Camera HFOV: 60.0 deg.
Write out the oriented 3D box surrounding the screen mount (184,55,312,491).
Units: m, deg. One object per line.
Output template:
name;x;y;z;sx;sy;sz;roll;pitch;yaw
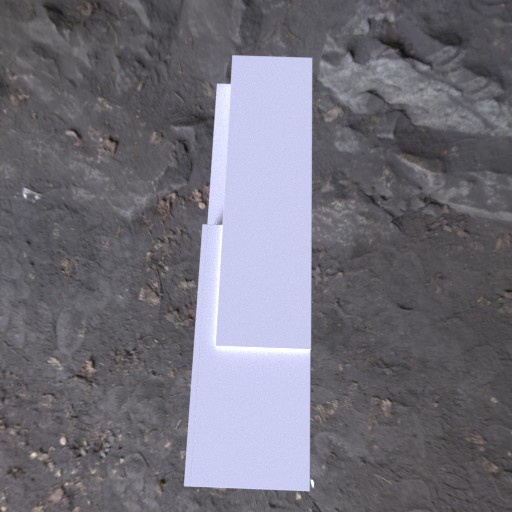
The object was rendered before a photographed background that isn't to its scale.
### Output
screen mount;0.000;0.000;1.829;0.420;0.320;1.680;2;75;1
